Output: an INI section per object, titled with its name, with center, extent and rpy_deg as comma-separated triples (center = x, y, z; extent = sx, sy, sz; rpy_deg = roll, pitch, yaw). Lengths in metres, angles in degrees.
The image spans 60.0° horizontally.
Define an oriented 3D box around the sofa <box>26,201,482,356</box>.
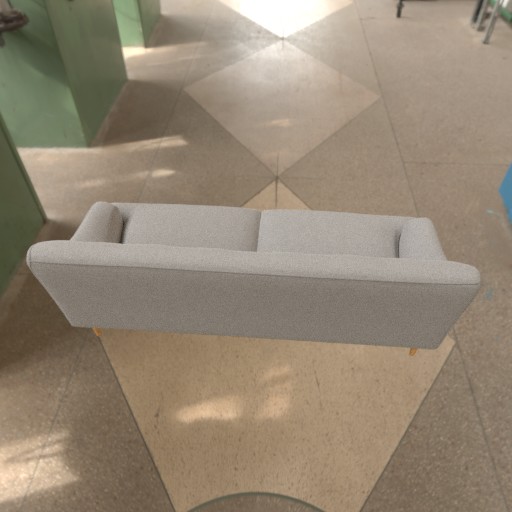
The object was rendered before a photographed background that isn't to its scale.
[sofa]
center = 0.000, 0.000, 2.520
extent = 2.057, 0.871, 0.978
rpy_deg = 3, 46, 3
